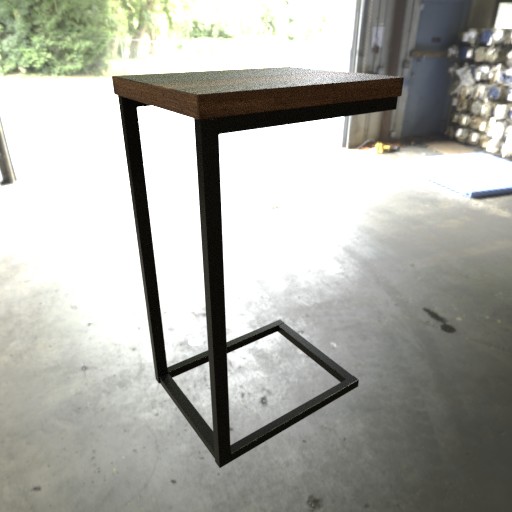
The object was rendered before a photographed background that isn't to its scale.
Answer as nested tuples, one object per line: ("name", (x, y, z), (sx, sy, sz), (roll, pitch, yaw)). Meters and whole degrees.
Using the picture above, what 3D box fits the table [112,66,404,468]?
("table", (0.000, 0.000, 0.953), (0.414, 0.718, 0.323), (-18, 32, -31))
